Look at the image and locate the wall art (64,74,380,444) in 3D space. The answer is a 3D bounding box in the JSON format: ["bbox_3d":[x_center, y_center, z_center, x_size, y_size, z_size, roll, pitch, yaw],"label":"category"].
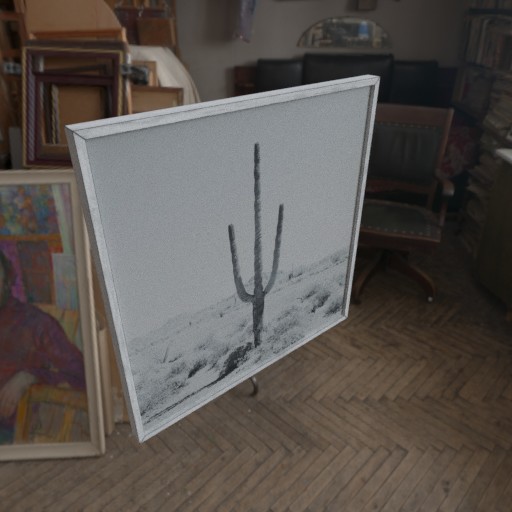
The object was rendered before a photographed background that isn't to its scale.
[{"bbox_3d":[0.000,0.000,1.100,0.762,0.762,0.038,-23,38,-33],"label":"wall art"}]
